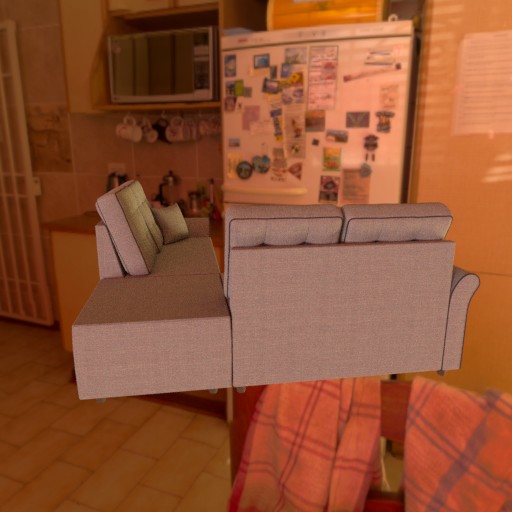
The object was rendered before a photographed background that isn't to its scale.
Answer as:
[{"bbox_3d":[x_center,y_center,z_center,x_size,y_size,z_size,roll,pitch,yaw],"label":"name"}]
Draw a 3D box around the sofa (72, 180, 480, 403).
[{"bbox_3d":[0.000,0.000,3.185,2.068,0.988,2.070,-2,15,-9],"label":"sofa"}]
